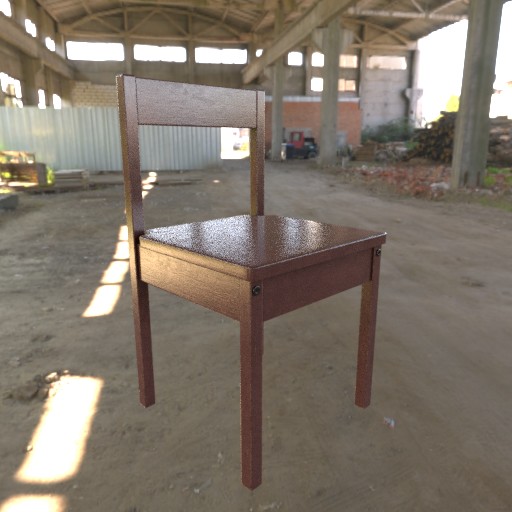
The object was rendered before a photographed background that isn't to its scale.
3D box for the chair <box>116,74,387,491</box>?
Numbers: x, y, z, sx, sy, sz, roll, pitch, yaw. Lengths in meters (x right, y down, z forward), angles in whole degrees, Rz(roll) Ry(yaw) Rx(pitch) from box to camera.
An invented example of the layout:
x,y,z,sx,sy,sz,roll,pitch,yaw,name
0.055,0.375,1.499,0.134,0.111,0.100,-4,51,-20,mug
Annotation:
x,y,z,sx,sy,sz,roll,pitch,yaw,name
0.000,0.000,0.873,0.367,0.668,0.361,-13,19,-42,chair
